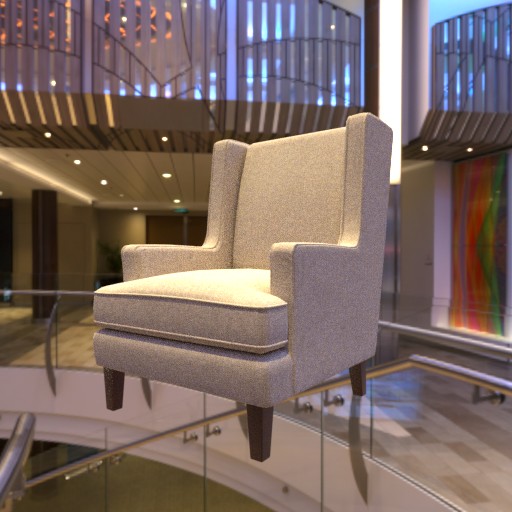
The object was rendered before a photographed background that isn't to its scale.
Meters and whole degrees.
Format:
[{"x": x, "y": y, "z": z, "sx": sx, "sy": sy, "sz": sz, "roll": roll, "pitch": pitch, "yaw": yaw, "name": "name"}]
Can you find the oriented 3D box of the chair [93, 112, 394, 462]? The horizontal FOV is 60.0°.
[{"x": 0.000, "y": 0.000, "z": 1.712, "sx": 0.764, "sy": 1.082, "sz": 0.948, "roll": 0, "pitch": 1, "yaw": 36, "name": "chair"}]
